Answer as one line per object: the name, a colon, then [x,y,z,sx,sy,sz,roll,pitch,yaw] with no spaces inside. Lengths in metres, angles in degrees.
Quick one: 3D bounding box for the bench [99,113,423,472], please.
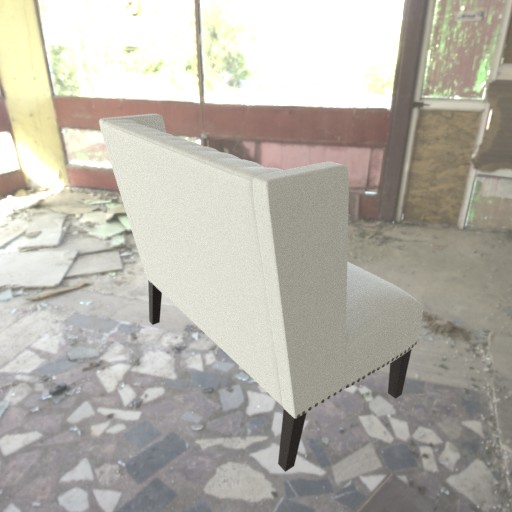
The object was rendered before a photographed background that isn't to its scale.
bench: [0.000,0.000,1.999,0.847,1.123,1.280,-17,31,-32]
